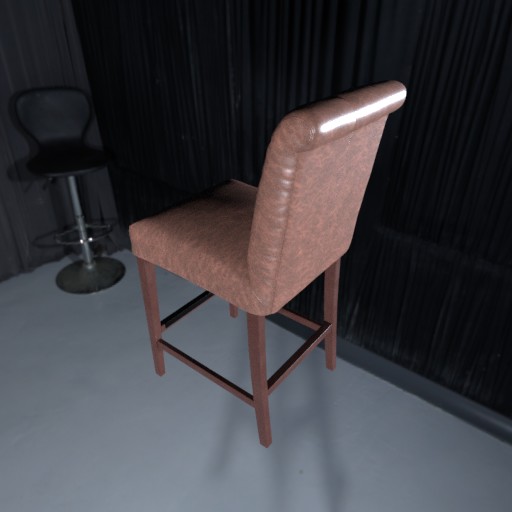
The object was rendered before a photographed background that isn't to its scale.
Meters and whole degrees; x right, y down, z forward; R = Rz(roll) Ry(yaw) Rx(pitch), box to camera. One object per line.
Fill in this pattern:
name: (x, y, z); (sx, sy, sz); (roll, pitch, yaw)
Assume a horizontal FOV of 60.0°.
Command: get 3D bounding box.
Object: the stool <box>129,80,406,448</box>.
stool: (0.000, 0.000, 1.429); (0.660, 1.084, 0.486); (22, 38, 32)
